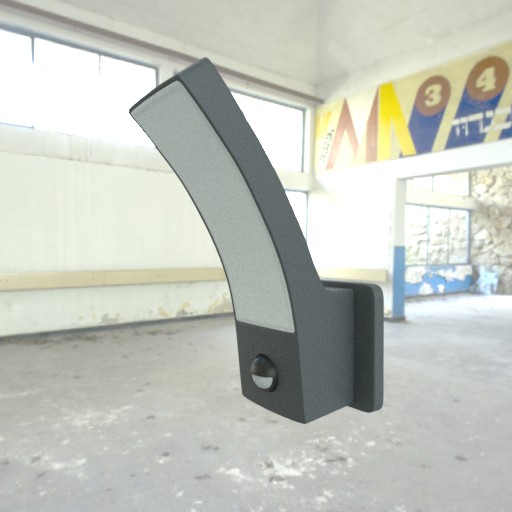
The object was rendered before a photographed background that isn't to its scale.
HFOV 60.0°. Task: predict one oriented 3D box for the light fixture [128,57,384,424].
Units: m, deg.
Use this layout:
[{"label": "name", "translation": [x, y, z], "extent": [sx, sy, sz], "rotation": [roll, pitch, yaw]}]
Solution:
[{"label": "light fixture", "translation": [0.000, 0.000, 0.336], "extent": [0.174, 0.243, 0.108], "rotation": [0, 1, -36]}]
